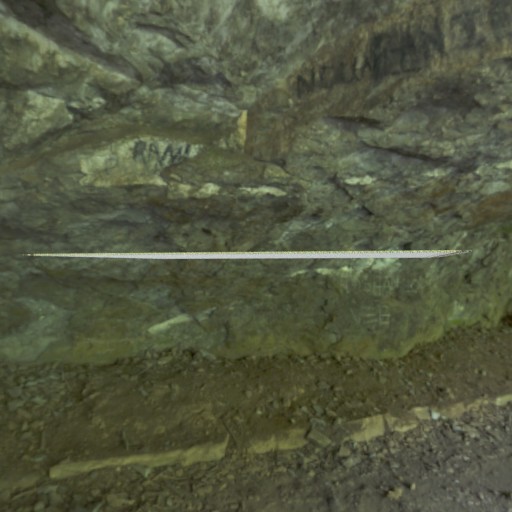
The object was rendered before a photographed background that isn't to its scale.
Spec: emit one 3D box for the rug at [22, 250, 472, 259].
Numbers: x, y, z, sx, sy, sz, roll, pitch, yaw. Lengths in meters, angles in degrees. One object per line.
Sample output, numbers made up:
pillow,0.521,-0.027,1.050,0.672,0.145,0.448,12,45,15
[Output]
rug,0.000,0.000,2.992,2.435,0.010,1.544,0,-1,17
